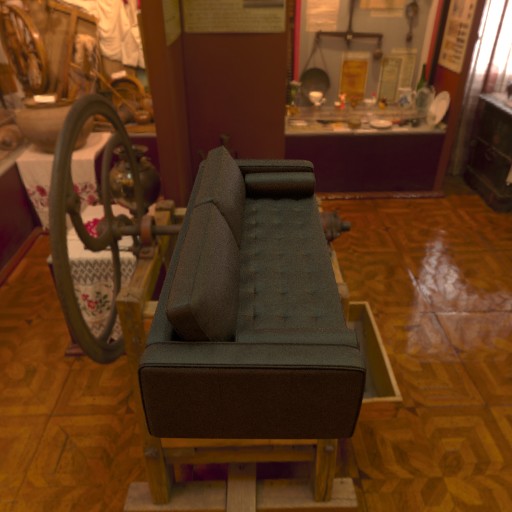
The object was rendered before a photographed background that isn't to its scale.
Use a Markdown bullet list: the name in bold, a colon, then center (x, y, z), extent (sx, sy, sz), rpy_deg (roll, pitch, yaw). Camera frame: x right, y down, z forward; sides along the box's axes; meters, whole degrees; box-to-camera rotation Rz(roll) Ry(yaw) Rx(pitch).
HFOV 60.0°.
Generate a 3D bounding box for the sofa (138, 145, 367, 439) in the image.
- **sofa**: center (0.000, 0.000, 2.691), extent (0.914, 0.762, 2.210), rpy_deg (0, 33, 0)
